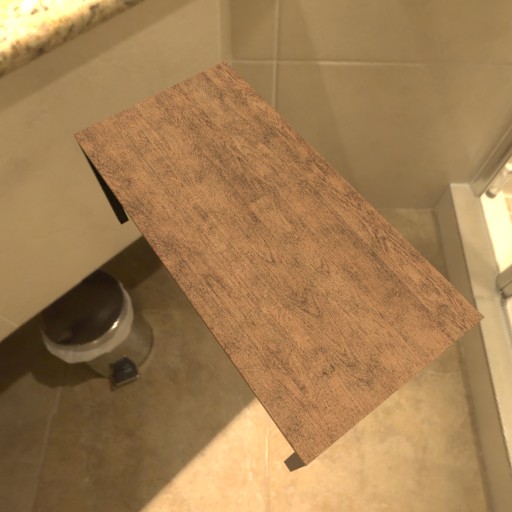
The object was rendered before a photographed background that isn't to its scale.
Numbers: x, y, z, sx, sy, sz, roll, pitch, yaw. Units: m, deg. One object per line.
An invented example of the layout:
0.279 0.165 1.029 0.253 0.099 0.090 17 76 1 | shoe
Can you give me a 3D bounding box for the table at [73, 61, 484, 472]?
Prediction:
0.000 0.000 2.283 0.893 0.767 1.805 -33 67 -16 | table
